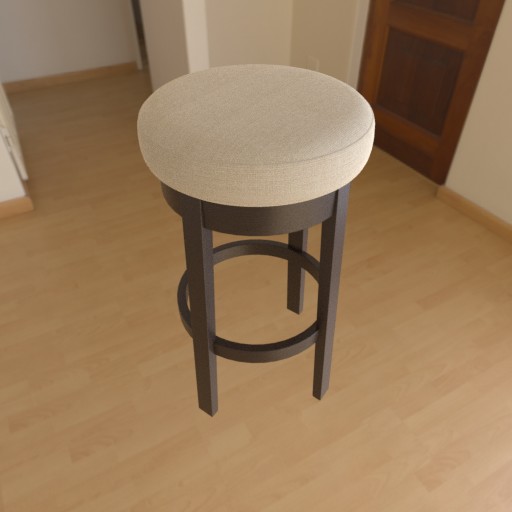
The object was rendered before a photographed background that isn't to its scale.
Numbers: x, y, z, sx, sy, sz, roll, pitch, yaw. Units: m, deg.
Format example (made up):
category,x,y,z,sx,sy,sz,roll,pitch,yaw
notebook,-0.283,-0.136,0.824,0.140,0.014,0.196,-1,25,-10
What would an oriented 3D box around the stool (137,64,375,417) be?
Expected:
category,x,y,z,sx,sy,sz,roll,pitch,yaw
stool,0.000,0.000,1.029,0.446,0.758,0.446,0,41,0
